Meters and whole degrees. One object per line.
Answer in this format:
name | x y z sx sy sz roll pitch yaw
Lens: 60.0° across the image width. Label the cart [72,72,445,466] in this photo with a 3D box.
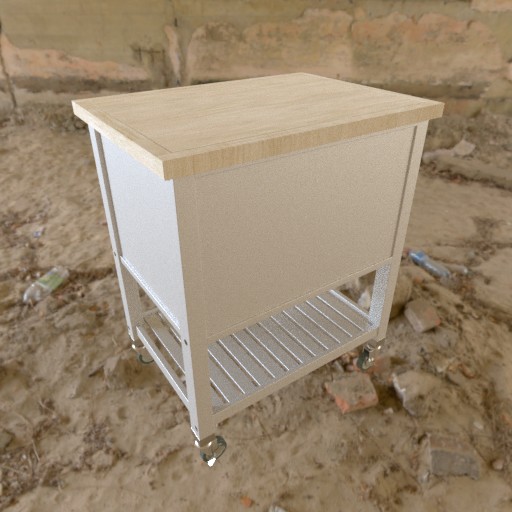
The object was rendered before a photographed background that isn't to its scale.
cart | 0.000 0.000 1.359 0.762 0.914 0.559 -20 37 -29
